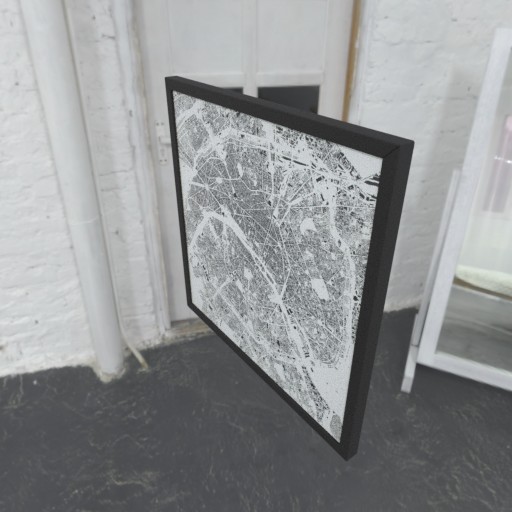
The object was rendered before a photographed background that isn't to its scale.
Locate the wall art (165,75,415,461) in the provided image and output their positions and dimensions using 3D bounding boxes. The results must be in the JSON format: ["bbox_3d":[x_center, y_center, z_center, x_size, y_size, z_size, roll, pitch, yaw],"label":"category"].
[{"bbox_3d":[0.000,0.000,1.127,0.037,0.763,0.763,-21,37,-31],"label":"wall art"}]
